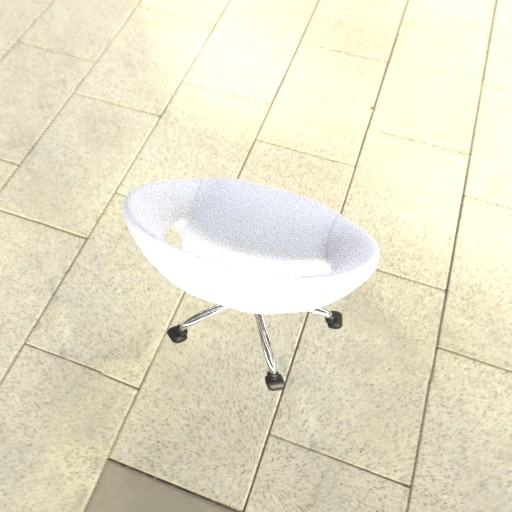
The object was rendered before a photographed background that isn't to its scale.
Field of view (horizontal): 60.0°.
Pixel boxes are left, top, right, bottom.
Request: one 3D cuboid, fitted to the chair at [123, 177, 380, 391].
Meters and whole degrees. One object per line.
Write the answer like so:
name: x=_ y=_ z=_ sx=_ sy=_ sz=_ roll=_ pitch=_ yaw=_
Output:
chair: x=0.000 y=0.000 z=1.213 sx=0.612 sy=0.791 sz=0.538 roll=16 pitch=65 yaw=8
